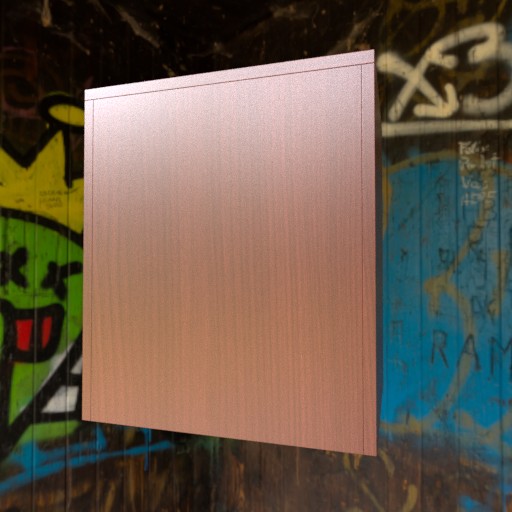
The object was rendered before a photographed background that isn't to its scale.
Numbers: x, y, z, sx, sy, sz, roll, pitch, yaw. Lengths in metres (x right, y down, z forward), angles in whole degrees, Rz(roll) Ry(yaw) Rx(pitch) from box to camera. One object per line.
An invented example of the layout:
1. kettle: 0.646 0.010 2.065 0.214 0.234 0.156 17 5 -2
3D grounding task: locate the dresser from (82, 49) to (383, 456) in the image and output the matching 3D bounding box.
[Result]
1. dresser: 0.000 0.000 0.740 0.400 0.470 0.360 0 -1 17
